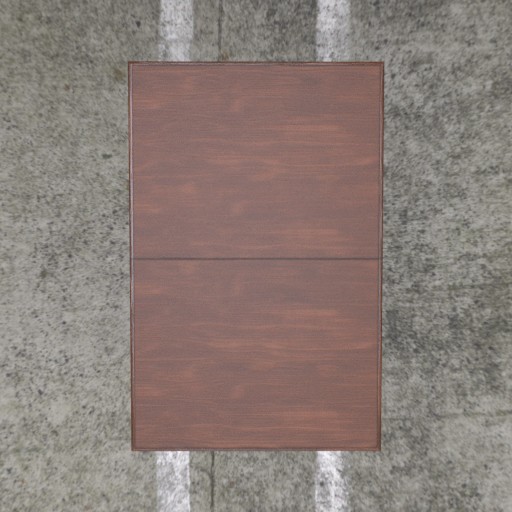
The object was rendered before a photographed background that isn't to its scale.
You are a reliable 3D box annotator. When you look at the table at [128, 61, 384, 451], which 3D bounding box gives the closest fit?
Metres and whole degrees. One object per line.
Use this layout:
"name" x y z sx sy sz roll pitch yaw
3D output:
"table" 0.000 0.000 2.105 0.990 0.761 1.524 0 92 0
